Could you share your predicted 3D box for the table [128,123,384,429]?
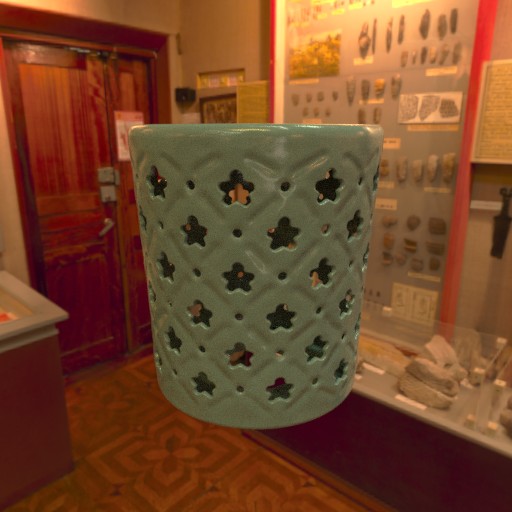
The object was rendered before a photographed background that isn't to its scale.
[{"bbox_3d":[0.000,0.000,0.675,0.352,0.387,0.352,0,16,0],"label":"table"}]
